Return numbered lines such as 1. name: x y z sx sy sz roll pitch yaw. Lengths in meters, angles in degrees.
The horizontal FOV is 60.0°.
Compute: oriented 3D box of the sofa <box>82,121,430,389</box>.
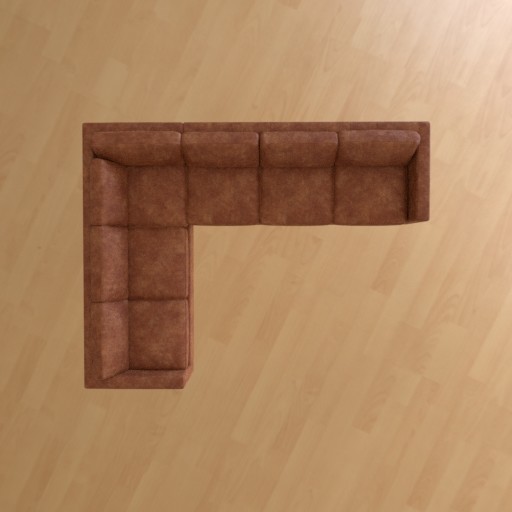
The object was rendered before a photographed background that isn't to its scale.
1. sofa: 0.000 0.000 4.296 3.150 0.838 2.438 0 91 1
